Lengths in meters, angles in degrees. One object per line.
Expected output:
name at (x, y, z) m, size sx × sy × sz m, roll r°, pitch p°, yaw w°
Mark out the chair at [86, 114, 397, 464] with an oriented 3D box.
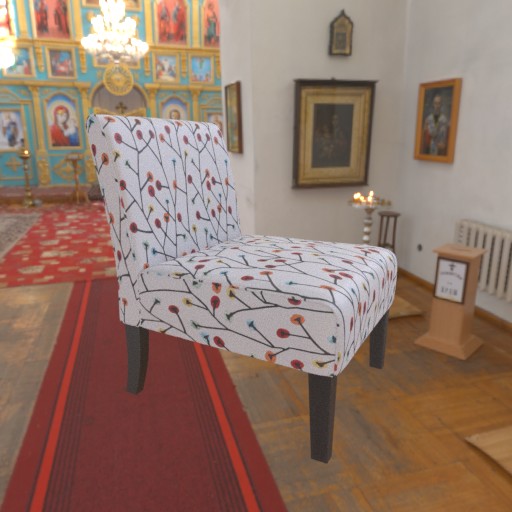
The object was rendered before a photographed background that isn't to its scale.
chair at (0.000, 0.000, 1.341) m, size 0.732 × 0.813 × 0.597 m, roll 8°, pitch 16°, yaw 28°
